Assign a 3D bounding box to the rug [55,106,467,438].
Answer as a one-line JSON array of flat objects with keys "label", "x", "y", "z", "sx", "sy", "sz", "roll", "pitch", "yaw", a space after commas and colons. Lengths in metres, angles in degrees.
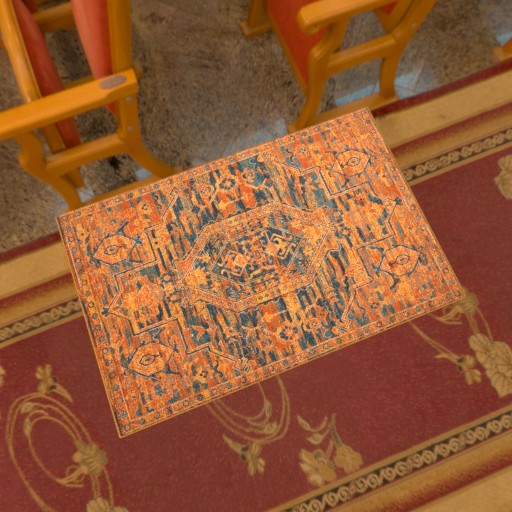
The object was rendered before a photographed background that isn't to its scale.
[{"label": "rug", "x": 0.000, "y": 0.000, "z": 1.084, "sx": 0.863, "sy": 0.008, "sz": 0.557, "roll": -21, "pitch": 76, "yaw": -5}]
